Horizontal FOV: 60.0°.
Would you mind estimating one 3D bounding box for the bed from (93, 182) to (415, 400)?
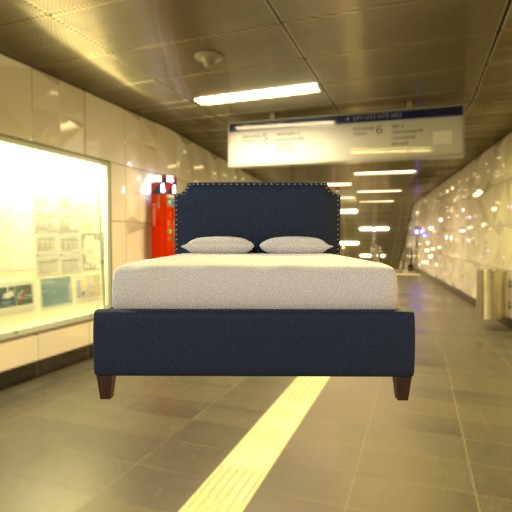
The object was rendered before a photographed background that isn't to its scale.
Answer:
[{"bbox_3d":[0.000,0.000,3.463,1.712,1.443,2.372,0,2,1],"label":"bed"}]
